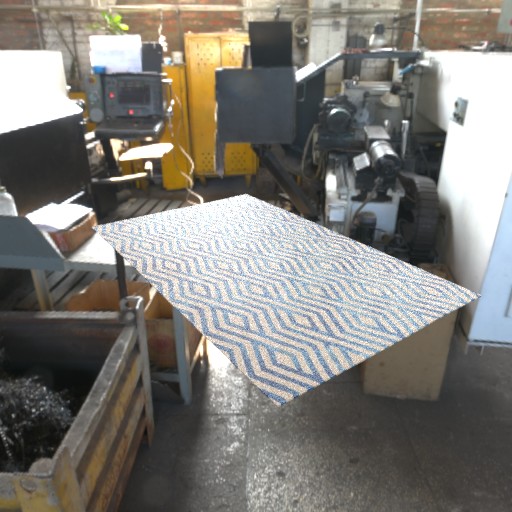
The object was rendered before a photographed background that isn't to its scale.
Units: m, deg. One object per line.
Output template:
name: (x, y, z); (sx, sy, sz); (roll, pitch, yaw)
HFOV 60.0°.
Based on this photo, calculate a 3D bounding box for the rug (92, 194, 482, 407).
rug: (0.000, 0.000, 3.098); (1.531, 0.008, 2.439); (-17, 30, -32)
